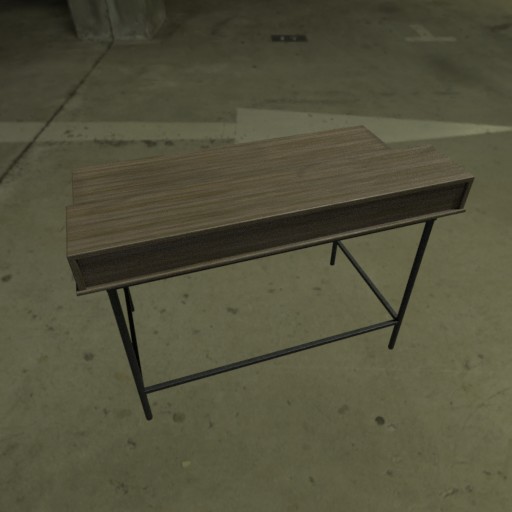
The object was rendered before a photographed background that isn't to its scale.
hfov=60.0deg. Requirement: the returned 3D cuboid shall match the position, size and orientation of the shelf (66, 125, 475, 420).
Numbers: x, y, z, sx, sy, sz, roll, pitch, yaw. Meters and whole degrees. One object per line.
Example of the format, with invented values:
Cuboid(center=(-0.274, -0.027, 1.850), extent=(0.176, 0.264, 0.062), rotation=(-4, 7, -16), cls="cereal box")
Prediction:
Cuboid(center=(0.000, 0.000, 1.744), extent=(1.212, 0.865, 0.685), rotation=(-12, 42, -14), cls="shelf")
